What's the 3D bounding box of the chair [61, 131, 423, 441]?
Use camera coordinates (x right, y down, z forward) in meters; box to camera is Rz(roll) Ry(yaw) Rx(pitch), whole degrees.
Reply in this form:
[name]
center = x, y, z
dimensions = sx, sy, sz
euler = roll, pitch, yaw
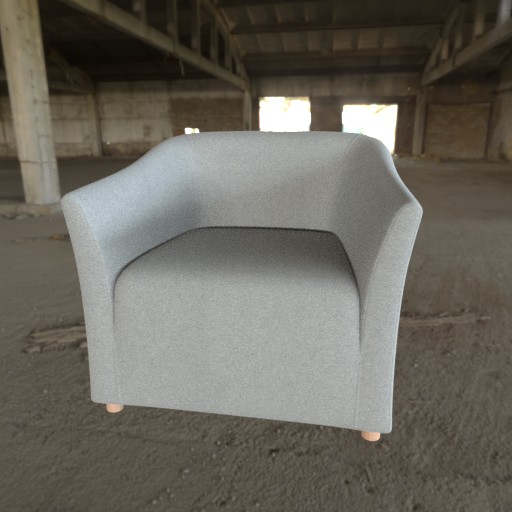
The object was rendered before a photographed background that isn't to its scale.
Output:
[chair]
center = 0.000, 0.000, 1.315
dimensions = 0.790, 0.720, 0.700
euler = 3, 16, 9
